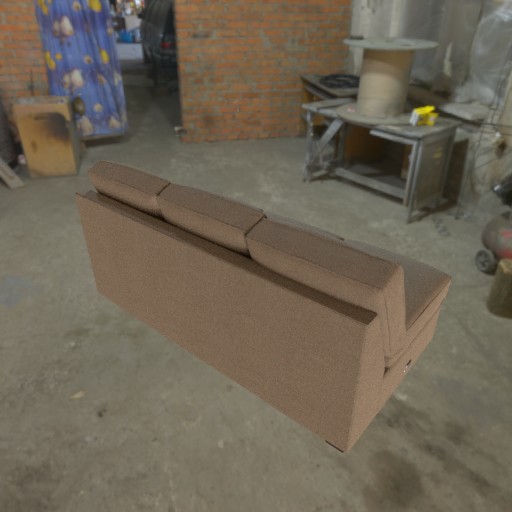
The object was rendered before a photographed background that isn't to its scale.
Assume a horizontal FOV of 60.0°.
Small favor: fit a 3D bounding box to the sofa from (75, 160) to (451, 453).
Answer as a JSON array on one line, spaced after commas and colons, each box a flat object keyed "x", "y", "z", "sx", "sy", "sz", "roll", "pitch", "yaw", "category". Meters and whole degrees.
[{"x": 0.000, "y": 0.000, "z": 2.769, "sx": 2.092, "sy": 1.036, "sz": 1.127, "roll": 23, "pitch": 37, "yaw": 34, "category": "sofa"}]
